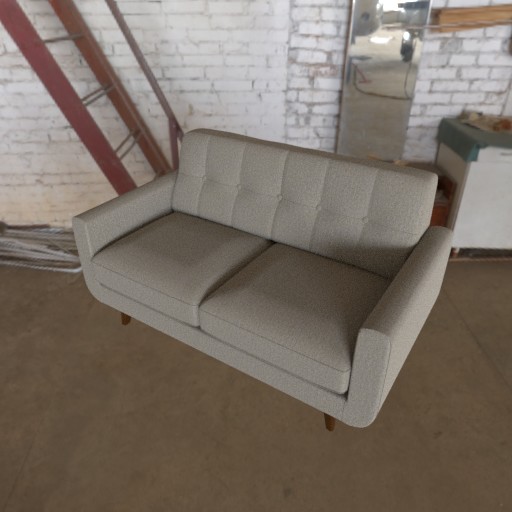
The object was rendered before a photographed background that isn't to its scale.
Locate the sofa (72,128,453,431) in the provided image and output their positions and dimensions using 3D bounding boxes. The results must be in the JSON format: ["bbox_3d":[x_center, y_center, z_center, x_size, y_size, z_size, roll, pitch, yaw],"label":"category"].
[{"bbox_3d":[0.000,0.000,2.238,1.651,0.925,0.952,19,36,28],"label":"sofa"}]
